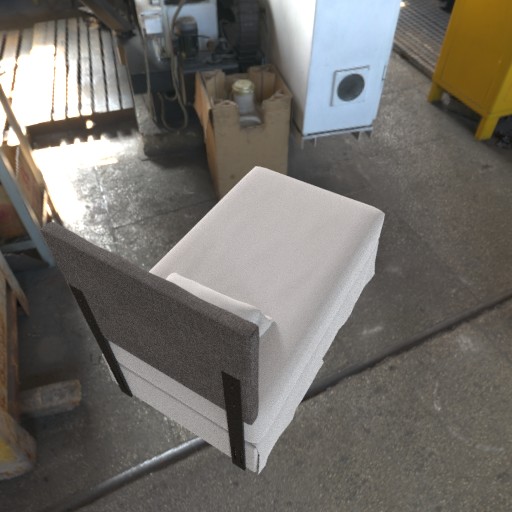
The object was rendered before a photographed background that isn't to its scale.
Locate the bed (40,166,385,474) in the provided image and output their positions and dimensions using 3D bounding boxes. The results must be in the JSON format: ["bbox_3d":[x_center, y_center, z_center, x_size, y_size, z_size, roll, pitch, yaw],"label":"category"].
[{"bbox_3d":[0.000,0.000,2.960,1.261,1.571,1.997,24,52,20],"label":"bed"}]
